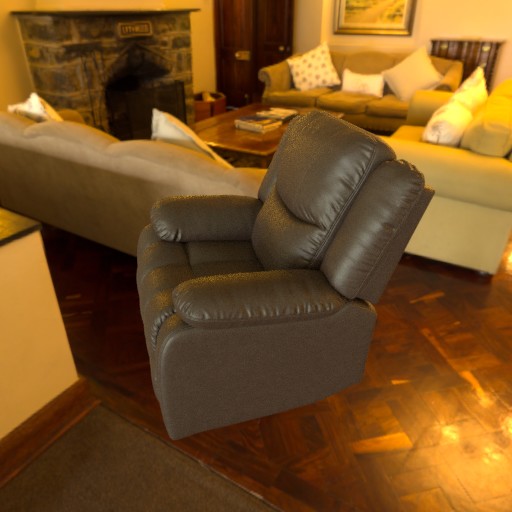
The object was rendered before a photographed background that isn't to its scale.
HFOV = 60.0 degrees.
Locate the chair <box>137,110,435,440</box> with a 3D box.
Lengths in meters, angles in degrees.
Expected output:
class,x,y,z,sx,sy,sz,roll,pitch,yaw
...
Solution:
class,x,y,z,sx,sy,sz,roll,pitch,yaw
chair,0.000,0.000,1.751,0.934,1.009,0.899,-9,31,-15
